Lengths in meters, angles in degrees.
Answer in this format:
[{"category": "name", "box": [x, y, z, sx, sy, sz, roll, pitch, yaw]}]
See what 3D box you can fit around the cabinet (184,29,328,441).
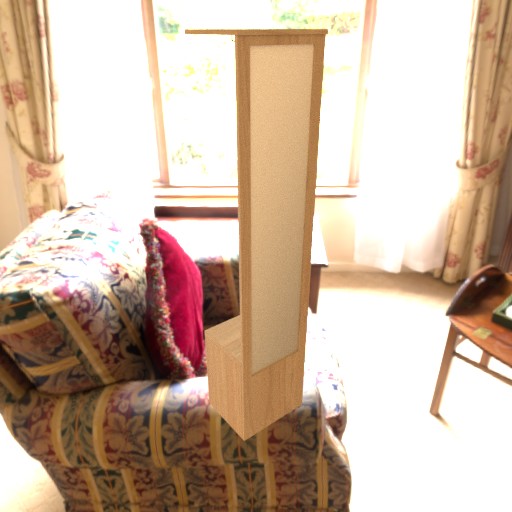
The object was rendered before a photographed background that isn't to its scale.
[{"category": "cabinet", "box": [0.000, 0.000, 2.060, 0.411, 1.879, 0.338, -20, 33, -33]}]
